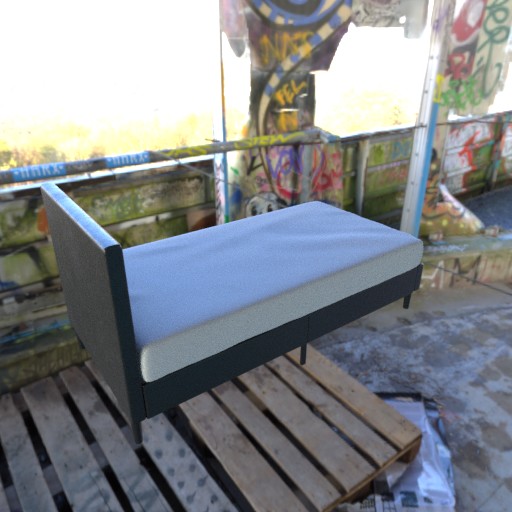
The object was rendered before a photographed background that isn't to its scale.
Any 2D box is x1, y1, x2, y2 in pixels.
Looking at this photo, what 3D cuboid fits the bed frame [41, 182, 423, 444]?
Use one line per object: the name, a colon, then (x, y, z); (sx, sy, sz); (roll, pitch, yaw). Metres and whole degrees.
bed frame: (0.000, 0.000, 2.614); (2.152, 1.046, 1.038); (-17, 31, -32)
